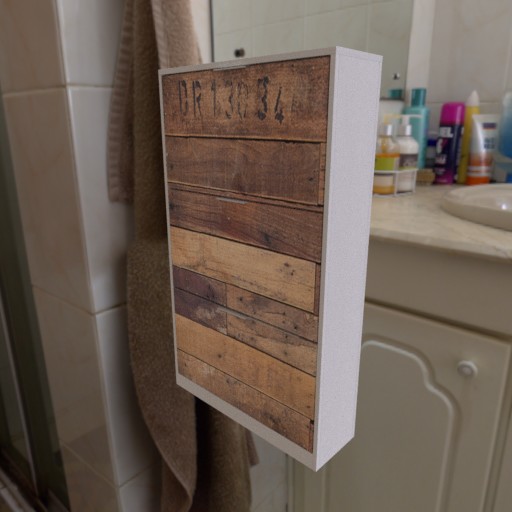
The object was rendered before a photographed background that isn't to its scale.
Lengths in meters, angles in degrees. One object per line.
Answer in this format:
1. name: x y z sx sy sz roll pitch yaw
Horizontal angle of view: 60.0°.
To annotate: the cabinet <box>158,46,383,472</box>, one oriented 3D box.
1. cabinet: 0.000 0.000 1.596 0.750 1.280 0.250 15 22 41
